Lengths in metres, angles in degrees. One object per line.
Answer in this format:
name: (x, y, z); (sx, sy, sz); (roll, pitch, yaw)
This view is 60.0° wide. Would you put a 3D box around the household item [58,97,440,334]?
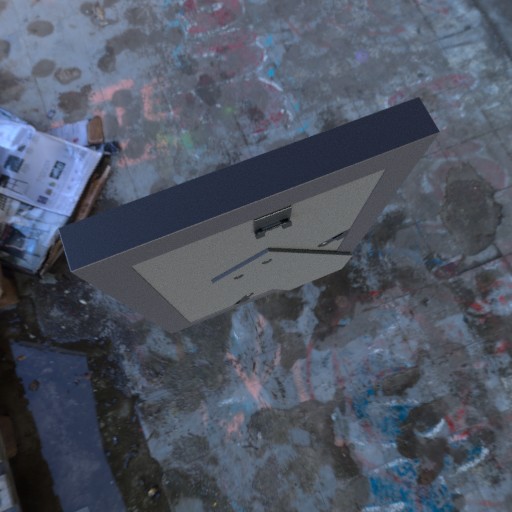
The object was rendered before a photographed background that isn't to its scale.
household item: (0.000, 0.000, 0.234); (0.133, 0.178, 0.022); (-21, 75, -6)
